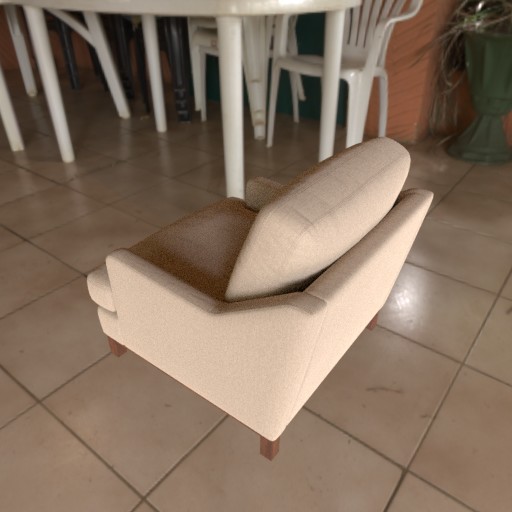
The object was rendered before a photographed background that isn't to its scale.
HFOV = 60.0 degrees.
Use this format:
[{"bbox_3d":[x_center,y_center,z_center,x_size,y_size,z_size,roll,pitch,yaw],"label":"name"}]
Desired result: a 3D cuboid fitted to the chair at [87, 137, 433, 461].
[{"bbox_3d":[0.000,0.000,1.724,1.001,0.916,0.912,22,39,30],"label":"chair"}]
